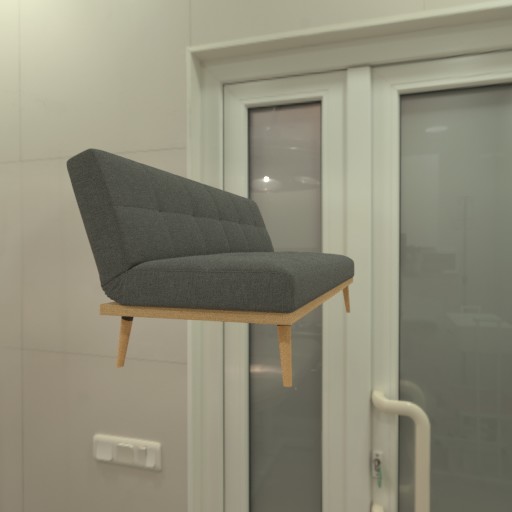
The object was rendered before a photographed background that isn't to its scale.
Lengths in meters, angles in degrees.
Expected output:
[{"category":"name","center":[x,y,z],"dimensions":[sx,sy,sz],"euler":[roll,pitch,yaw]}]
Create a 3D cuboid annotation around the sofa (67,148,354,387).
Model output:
[{"category":"sofa","center":[0.000,0.000,2.257],"dimensions":[0.820,0.770,1.820],"euler":[0,1,18]}]
